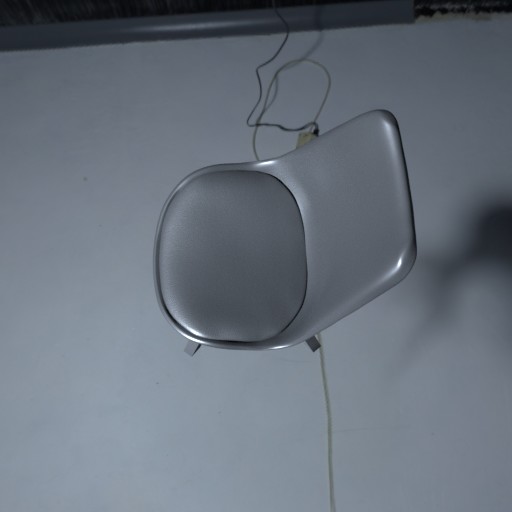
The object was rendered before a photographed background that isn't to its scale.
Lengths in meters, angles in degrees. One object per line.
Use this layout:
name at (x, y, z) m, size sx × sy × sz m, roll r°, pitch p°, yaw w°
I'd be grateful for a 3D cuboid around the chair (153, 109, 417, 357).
chair at (0.000, 0.000, 1.144) m, size 0.530 × 0.850 × 0.485 m, roll -2°, pitch 74°, yaw -1°
